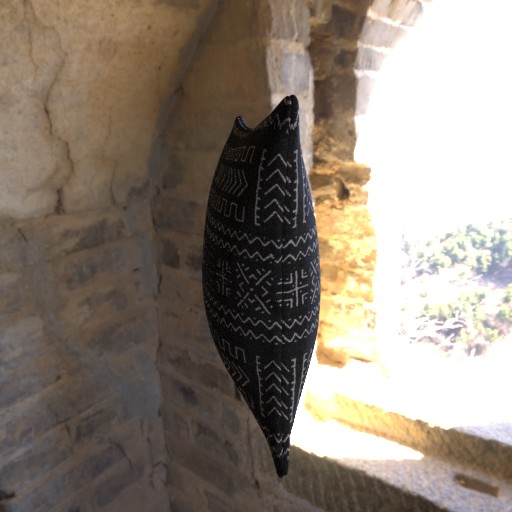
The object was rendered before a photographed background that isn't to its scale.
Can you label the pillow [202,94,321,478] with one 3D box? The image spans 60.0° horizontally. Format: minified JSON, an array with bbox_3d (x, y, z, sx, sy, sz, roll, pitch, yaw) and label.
[{"bbox_3d":[0.000,0.000,0.673,0.164,0.430,0.438,-2,16,-9],"label":"pillow"}]
